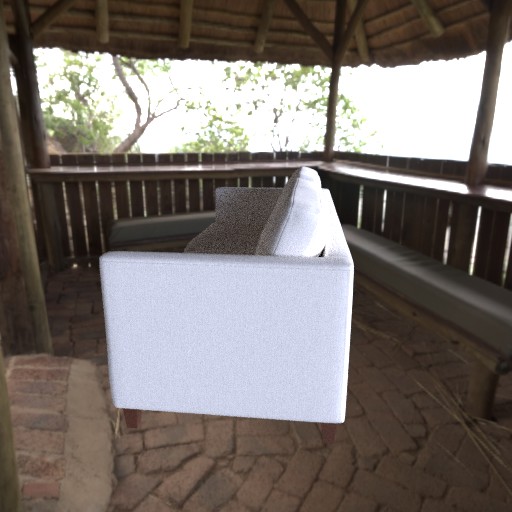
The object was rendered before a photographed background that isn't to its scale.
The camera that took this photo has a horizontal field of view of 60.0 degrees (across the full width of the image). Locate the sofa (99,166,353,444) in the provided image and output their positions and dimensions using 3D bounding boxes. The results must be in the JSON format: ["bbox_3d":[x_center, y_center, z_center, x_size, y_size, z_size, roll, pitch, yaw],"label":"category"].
[{"bbox_3d":[0.000,0.000,2.585,0.924,0.933,2.139,2,16,7],"label":"sofa"}]
